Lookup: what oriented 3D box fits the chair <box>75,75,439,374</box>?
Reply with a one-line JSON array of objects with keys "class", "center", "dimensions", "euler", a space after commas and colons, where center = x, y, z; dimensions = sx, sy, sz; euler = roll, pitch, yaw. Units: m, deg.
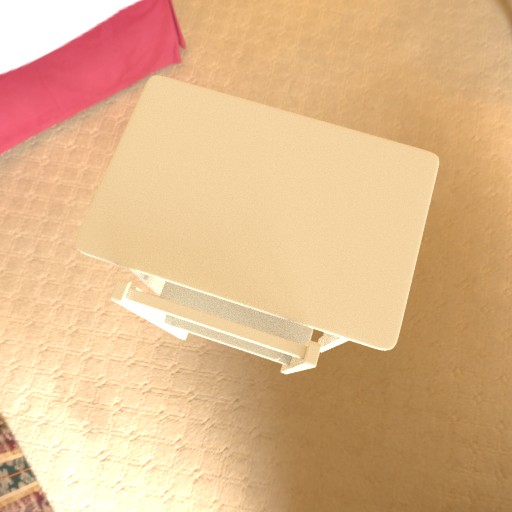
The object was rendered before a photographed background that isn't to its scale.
[{"class": "chair", "center": [0.000, 0.000, 1.076], "dimensions": [0.599, 0.673, 0.461], "euler": [17, 75, 5]}]
